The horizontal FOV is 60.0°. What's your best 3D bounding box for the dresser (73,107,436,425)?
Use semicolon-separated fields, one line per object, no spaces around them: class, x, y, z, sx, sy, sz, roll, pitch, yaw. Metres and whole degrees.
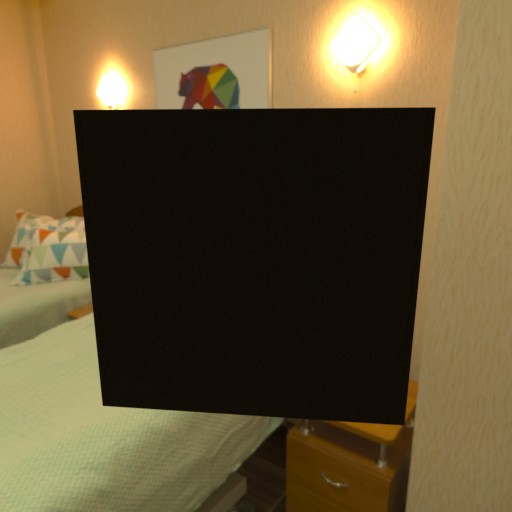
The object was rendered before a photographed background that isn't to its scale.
dresser;0.000;0.000;1.174;0.750;0.720;0.360;2;15;6
